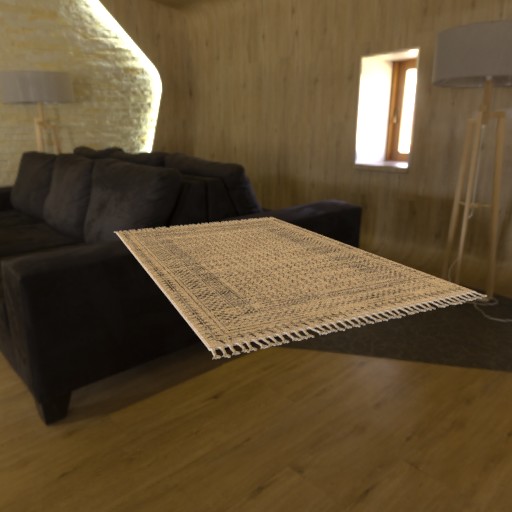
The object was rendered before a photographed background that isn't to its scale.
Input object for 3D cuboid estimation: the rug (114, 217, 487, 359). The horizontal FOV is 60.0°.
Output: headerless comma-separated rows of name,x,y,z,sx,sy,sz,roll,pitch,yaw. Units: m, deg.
rug,0.000,0.000,3.084,1.548,0.013,2.486,-8,18,-25
